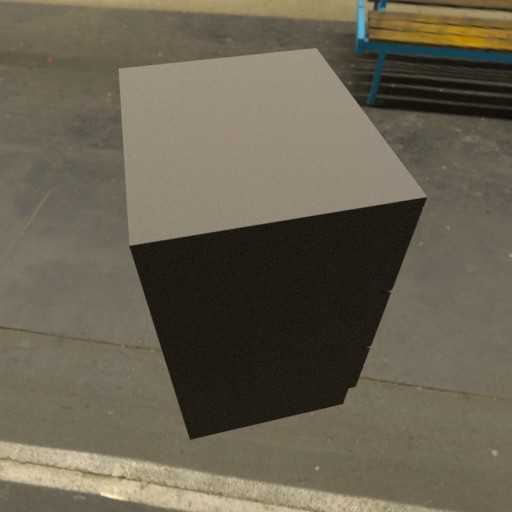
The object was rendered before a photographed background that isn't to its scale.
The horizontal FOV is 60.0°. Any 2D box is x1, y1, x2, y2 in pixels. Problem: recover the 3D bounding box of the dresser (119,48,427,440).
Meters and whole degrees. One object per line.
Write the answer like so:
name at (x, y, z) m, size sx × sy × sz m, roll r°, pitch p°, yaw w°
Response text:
dresser at (0.000, 0.000, 0.819) m, size 0.360 × 0.560 × 0.400 m, roll -10°, pitch 49°, yaw -9°
